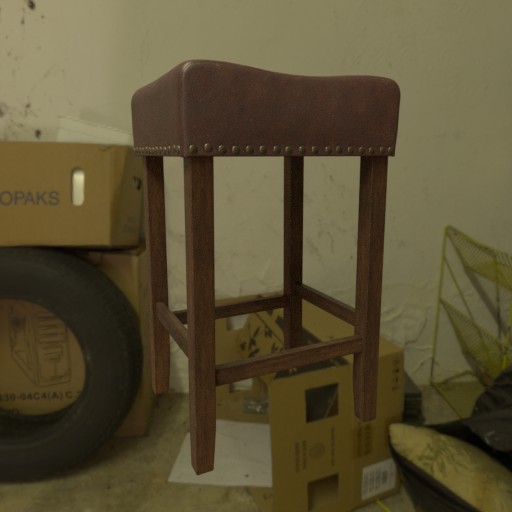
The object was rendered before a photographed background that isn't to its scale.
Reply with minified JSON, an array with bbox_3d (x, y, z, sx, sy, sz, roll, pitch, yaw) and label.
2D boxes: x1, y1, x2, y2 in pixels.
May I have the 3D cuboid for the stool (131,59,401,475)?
[{"bbox_3d":[0.000,0.000,1.042,0.465,0.769,0.401,-6,14,-25],"label":"stool"}]
